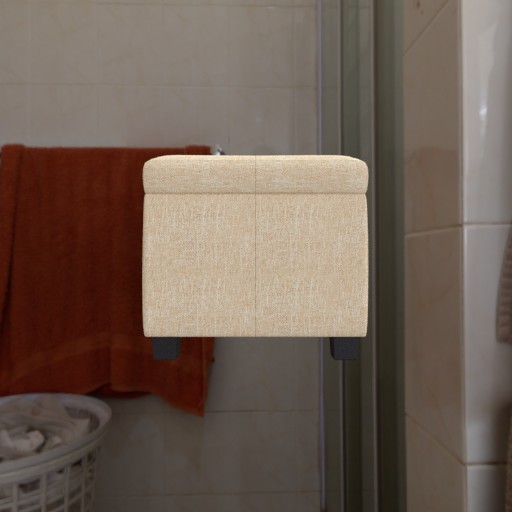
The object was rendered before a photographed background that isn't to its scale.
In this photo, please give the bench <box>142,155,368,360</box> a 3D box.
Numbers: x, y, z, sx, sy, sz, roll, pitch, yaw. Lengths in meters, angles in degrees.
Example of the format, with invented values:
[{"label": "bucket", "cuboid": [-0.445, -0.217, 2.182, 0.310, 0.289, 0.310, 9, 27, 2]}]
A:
[{"label": "bench", "cuboid": [0.000, 0.000, 1.431, 0.432, 0.406, 1.219, 0, 0, 0]}]
